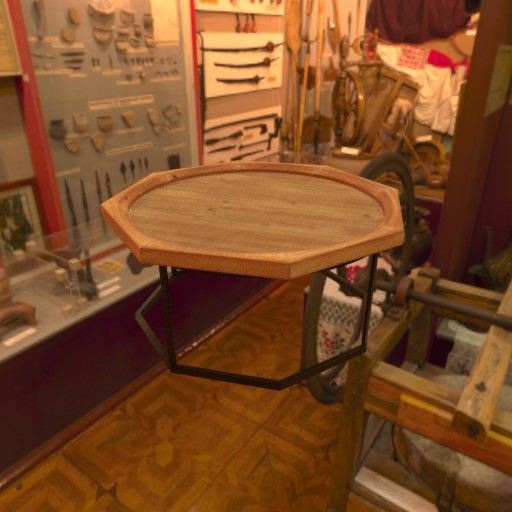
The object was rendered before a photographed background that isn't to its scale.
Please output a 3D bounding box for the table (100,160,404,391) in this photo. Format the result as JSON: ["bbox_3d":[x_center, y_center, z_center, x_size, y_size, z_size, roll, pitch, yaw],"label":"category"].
[{"bbox_3d":[0.000,0.000,1.574,1.002,0.444,1.002,0,26,0],"label":"table"}]
